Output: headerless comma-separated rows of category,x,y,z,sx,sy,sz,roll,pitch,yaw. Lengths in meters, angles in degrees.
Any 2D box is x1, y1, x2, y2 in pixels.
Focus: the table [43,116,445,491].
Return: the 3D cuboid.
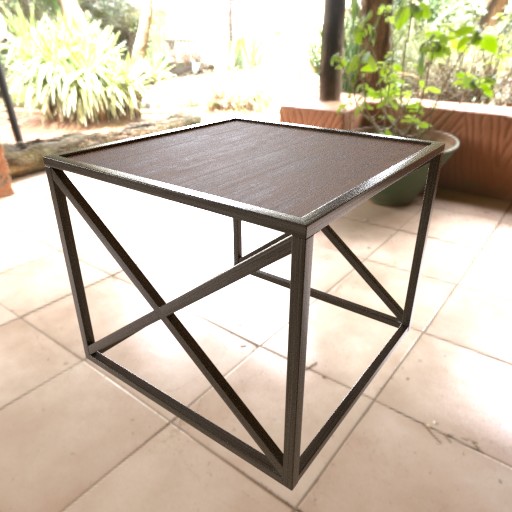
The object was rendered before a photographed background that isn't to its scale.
table,0.000,0.000,1.054,0.611,0.507,0.609,18,32,32
